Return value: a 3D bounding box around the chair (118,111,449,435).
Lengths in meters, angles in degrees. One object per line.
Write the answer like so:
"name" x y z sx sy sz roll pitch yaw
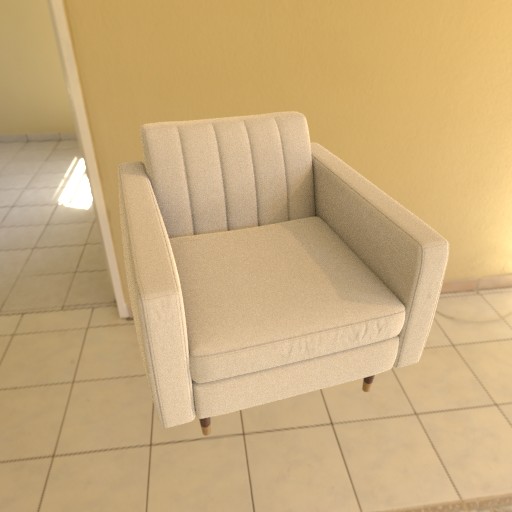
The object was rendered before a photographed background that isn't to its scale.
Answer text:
"chair" 0.000 0.000 1.693 0.953 0.819 0.998 -10 34 -15
